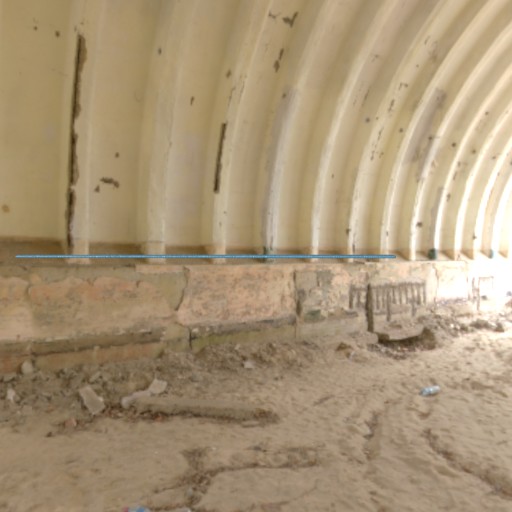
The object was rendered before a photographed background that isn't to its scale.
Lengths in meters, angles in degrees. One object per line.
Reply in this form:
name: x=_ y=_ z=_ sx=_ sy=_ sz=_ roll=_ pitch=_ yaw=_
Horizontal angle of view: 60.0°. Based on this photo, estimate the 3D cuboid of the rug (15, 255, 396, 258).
rug: x=0.000 y=0.000 z=3.905 sx=2.350 sy=0.018 sz=2.964 roll=0 pitch=0 yaw=17
